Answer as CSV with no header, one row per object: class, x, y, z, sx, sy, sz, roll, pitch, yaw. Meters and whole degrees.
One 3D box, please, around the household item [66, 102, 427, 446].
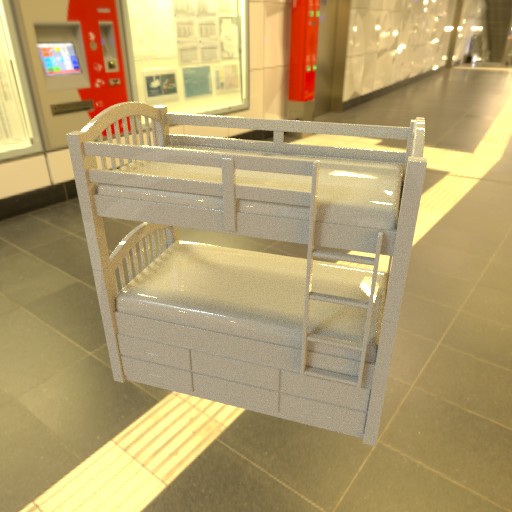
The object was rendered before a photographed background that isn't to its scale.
household item,0.000,0.000,3.229,2.032,2.032,1.143,8,29,16
